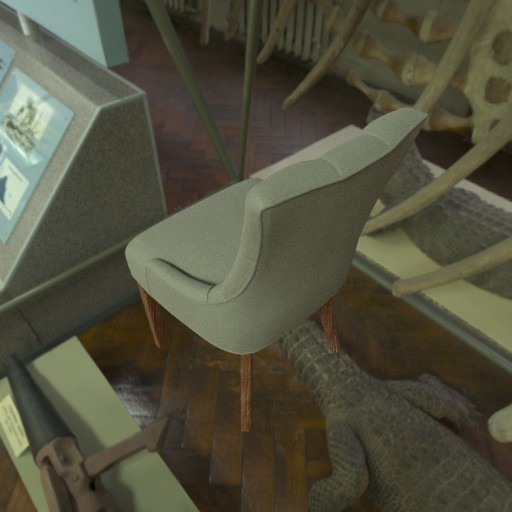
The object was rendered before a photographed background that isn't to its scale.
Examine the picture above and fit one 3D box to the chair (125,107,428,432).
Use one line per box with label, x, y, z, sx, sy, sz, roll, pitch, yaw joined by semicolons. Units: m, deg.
chair;0.000;0.000;1.176;0.509;0.874;0.565;-32;53;-29
